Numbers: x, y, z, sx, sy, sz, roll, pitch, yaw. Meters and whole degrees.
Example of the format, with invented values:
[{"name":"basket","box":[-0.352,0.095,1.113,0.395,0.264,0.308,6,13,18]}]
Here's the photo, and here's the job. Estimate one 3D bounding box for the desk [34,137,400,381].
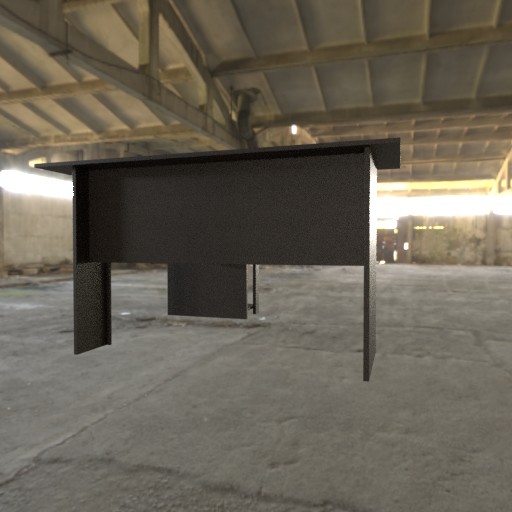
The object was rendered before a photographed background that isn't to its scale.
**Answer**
[{"name":"desk","box":[0.000,0.000,2.112,1.303,0.716,1.361,0,1,18]}]
